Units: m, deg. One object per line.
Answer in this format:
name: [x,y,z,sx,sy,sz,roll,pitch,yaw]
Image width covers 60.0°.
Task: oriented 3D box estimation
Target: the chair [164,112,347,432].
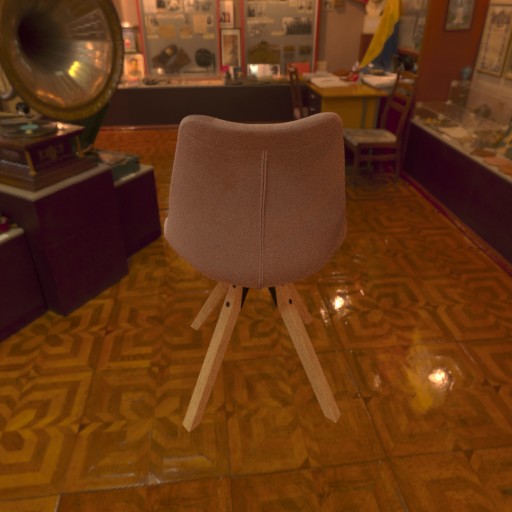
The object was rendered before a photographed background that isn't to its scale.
chair: [0.000,0.000,1.178,0.485,0.850,0.550,-2,31,-4]
